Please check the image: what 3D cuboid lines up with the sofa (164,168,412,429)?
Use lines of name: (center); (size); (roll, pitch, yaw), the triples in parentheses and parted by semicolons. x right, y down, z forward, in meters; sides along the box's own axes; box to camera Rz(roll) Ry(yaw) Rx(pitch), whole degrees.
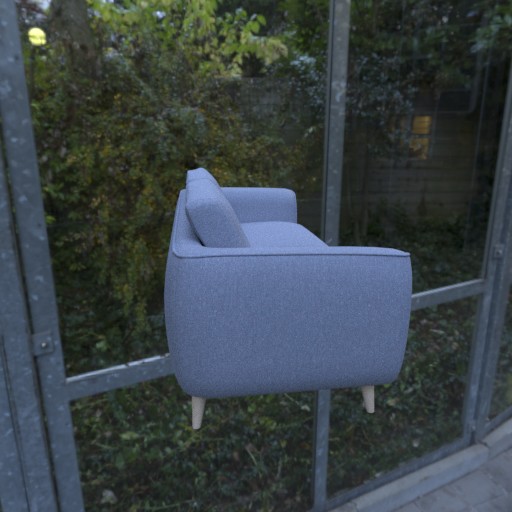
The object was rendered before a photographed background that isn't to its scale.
sofa: (0.000, 0.000, 2.509); (0.920, 0.870, 2.000); (-2, 15, -8)
